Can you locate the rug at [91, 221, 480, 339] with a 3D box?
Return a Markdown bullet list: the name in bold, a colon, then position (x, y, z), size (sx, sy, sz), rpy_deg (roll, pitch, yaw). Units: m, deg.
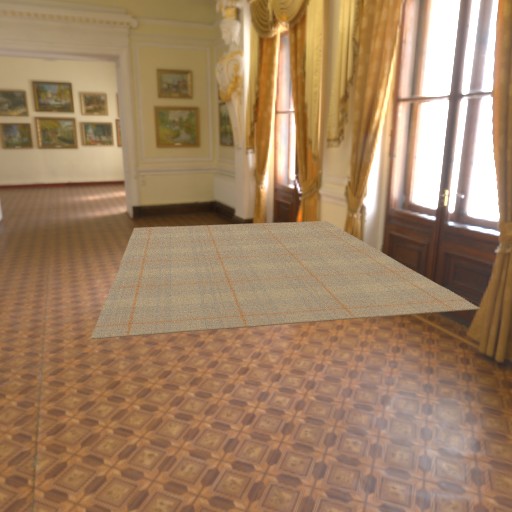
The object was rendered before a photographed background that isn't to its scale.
- **rug**: position (0.000, 0.000, 4.137), size (2.448, 0.021, 3.051), rpy_deg (-3, 16, -10)
